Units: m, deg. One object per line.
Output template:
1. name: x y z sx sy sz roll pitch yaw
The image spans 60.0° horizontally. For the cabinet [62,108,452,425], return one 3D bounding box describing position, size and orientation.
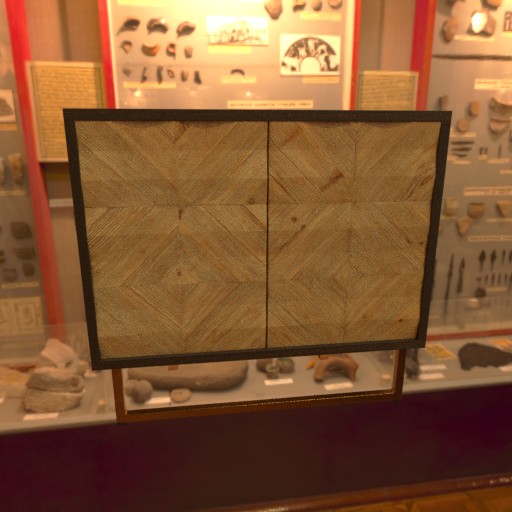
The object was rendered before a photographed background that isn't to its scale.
1. cabinet: 0.000 0.000 1.400 0.950 0.860 0.451 -2 16 -8
